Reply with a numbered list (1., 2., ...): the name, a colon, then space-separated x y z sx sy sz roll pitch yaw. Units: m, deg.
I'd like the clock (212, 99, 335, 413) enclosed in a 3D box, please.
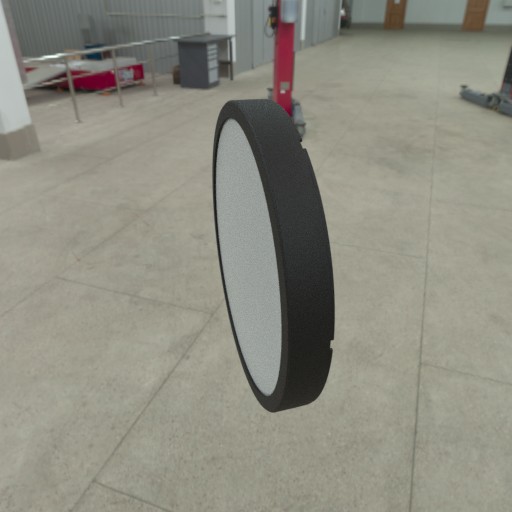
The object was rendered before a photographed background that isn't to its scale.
1. clock: 0.000 0.000 0.440 0.040 0.293 0.293 -8 31 -13
